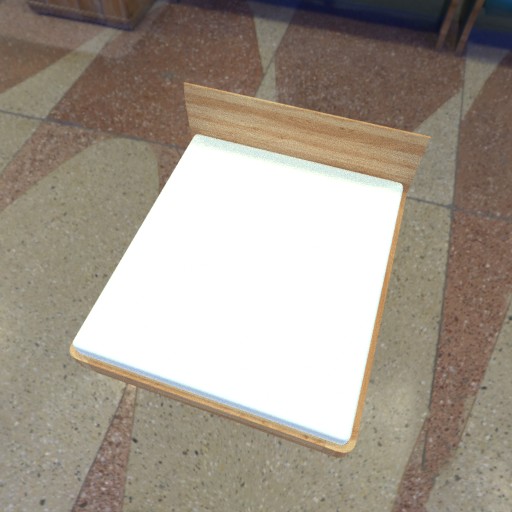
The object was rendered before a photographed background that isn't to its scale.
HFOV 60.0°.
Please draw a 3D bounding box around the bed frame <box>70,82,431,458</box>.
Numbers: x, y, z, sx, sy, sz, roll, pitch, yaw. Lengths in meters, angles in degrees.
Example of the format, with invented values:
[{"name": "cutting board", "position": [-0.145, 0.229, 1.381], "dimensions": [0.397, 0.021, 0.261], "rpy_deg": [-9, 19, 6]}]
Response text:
[{"name": "bed frame", "position": [0.000, 0.000, 3.121], "dimensions": [1.872, 0.940, 2.092], "rpy_deg": [16, 59, 10]}]
